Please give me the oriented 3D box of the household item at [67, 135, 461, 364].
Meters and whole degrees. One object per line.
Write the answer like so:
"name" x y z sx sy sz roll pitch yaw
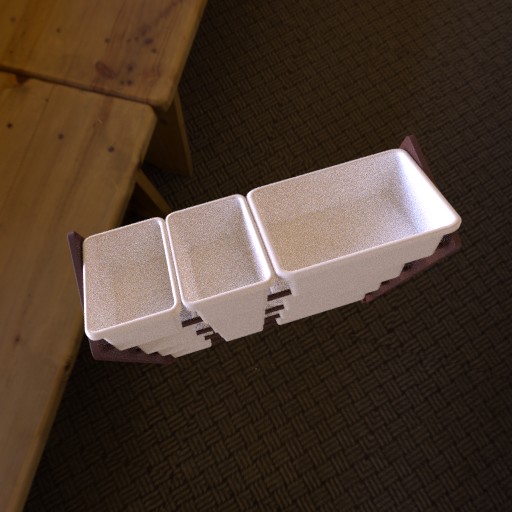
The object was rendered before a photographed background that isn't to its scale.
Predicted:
"household item" 0.000 0.000 1.285 0.787 0.864 0.389 -17 76 -4
